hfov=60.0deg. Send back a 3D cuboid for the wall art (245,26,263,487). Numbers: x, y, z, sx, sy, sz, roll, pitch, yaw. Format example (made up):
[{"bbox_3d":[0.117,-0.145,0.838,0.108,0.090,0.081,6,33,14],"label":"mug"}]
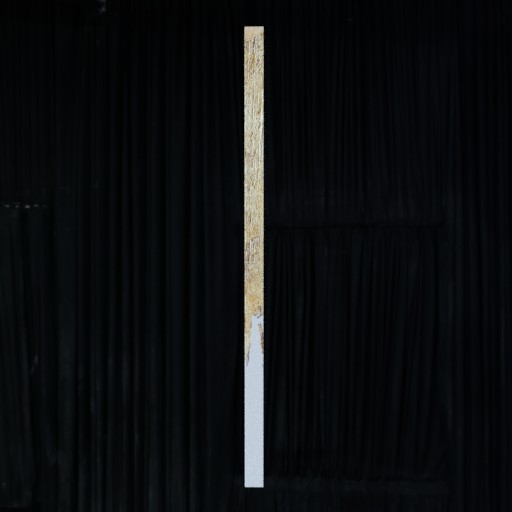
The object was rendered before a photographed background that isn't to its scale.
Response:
[{"bbox_3d":[0.000,0.000,1.180,0.039,0.911,0.607,0,1,0],"label":"wall art"}]
